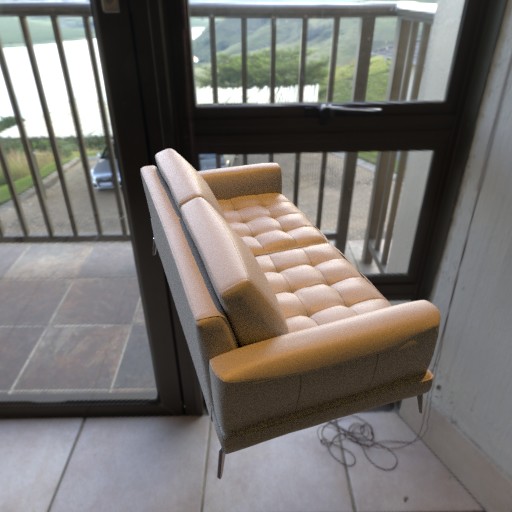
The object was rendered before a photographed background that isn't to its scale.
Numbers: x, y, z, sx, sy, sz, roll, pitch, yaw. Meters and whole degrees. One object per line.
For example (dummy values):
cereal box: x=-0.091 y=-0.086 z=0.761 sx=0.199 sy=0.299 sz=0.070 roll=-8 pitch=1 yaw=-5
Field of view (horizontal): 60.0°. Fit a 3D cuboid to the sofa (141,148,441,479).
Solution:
sofa: x=0.000 y=0.000 z=2.748 sx=1.121 sy=0.930 sz=2.177 roll=-11 pitch=34 yaw=-16
